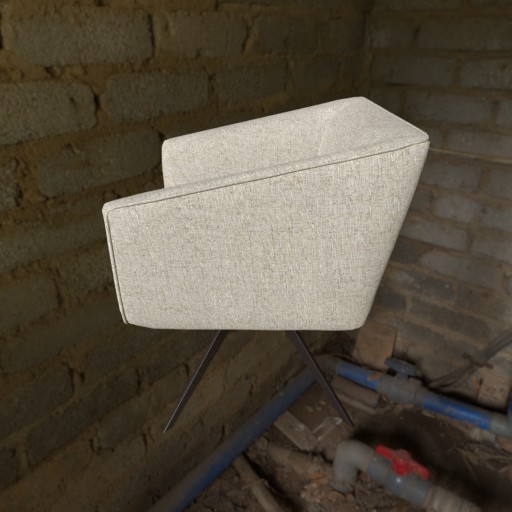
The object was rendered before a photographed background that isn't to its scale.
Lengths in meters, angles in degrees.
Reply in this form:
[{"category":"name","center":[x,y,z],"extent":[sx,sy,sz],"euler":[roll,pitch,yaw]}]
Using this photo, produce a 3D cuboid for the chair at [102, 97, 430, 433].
[{"category":"chair","center":[0.000,0.000,1.207],"extent":[0.623,0.760,0.628],"euler":[0,26,0]}]
